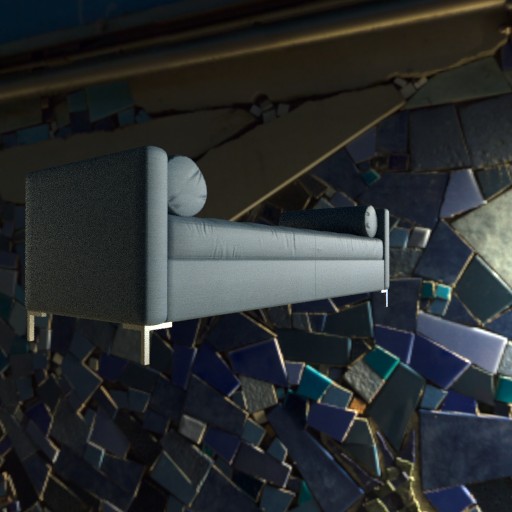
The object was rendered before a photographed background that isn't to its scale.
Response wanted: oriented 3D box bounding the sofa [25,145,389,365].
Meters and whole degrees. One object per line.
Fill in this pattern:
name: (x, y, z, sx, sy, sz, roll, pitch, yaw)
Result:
sofa: (0.000, 0.000, 2.237, 0.686, 0.635, 1.981, 0, -1, 36)
